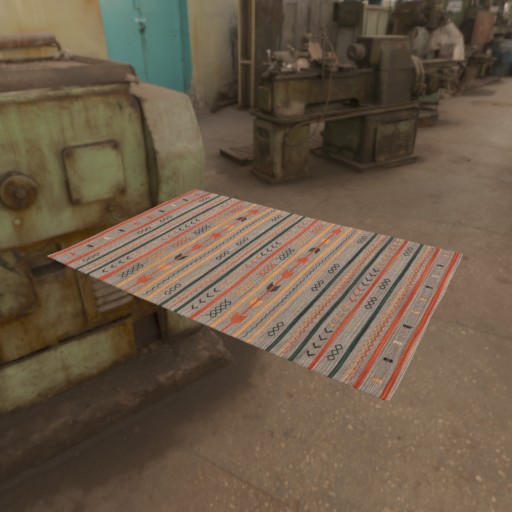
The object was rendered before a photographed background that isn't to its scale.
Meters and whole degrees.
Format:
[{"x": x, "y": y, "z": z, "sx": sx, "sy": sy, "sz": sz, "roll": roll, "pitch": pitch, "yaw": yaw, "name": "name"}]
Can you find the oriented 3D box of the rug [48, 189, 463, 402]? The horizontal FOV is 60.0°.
[{"x": 0.000, "y": 0.000, "z": 2.342, "sx": 1.835, "sy": 0.017, "sz": 1.220, "roll": 17, "pitch": 33, "yaw": 28, "name": "rug"}]
